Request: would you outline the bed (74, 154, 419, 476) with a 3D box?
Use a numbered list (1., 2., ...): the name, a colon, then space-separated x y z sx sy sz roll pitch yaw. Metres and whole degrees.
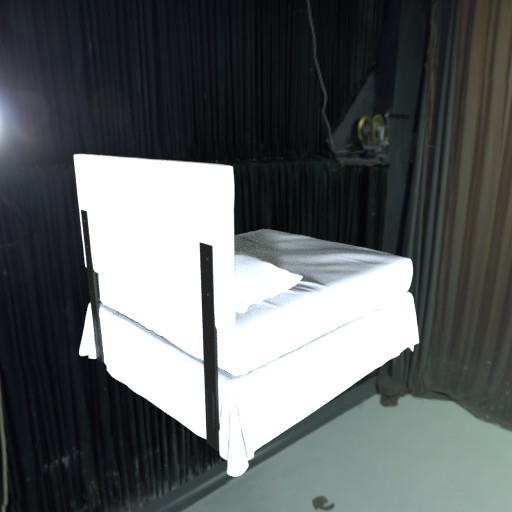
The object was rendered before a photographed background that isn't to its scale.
1. bed: 0.000 0.000 3.473 2.222 1.577 1.936 -15 21 -43
